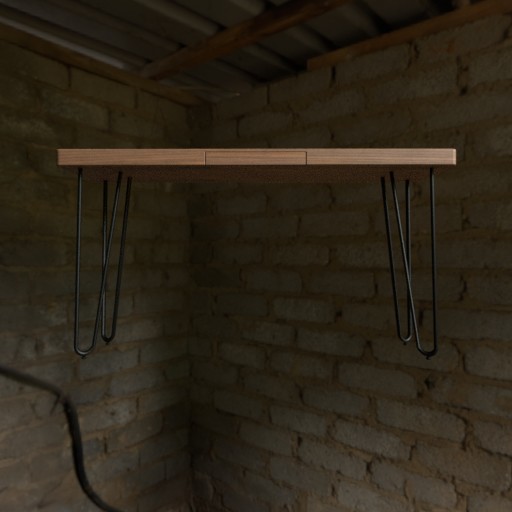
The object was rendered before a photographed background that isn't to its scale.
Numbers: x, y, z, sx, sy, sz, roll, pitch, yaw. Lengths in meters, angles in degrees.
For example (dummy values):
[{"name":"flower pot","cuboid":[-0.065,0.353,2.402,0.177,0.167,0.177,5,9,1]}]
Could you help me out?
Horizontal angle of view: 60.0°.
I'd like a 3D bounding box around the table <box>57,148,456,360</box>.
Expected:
[{"name":"table","cuboid":[0.000,0.000,1.933,1.570,0.834,0.425,0,0,0]}]
